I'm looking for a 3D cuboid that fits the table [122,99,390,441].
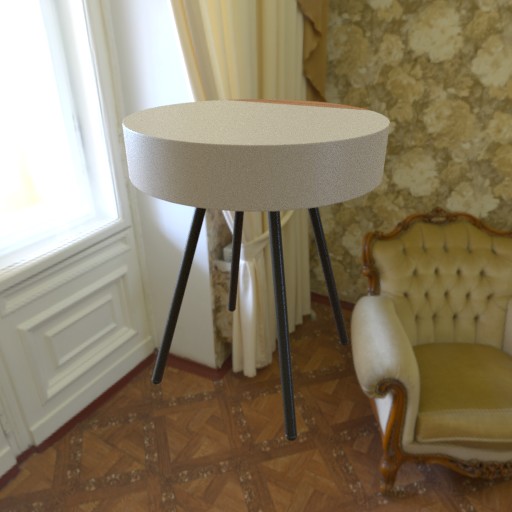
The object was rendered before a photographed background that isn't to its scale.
[{"bbox_3d":[0.000,0.000,0.860,0.450,0.525,0.450,0,27,0],"label":"table"}]
